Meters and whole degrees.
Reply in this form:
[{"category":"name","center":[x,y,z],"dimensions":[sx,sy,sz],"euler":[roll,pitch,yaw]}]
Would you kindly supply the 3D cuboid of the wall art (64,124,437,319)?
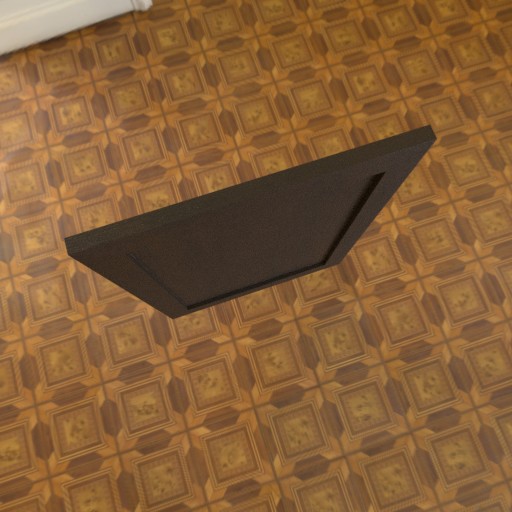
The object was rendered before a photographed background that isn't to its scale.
[{"category":"wall art","center":[0.000,0.000,0.658],"dimensions":[0.359,0.513,0.017],"euler":[-18,76,-5]}]
